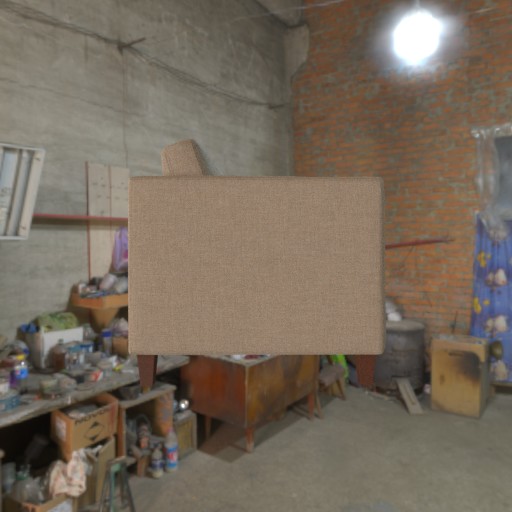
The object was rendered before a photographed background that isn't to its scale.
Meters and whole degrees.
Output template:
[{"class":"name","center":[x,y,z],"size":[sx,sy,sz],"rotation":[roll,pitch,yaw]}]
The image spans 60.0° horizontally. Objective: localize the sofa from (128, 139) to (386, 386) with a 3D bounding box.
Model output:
[{"class":"sofa","center":[0.000,0.000,2.488],"size":[0.951,0.947,1.884],"rotation":[0,1,0]}]
